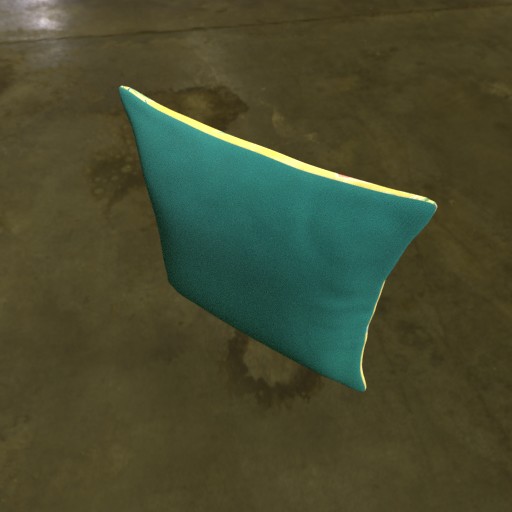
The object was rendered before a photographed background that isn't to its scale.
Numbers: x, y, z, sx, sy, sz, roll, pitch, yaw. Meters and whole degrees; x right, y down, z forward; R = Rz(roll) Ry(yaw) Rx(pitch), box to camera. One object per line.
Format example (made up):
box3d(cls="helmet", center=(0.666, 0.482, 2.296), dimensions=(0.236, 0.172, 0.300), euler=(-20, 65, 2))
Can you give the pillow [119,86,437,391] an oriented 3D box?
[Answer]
box3d(cls="pillow", center=(0.000, 0.000, 0.809), dimensions=(0.525, 0.508, 0.166), euler=(26, 53, 22))
